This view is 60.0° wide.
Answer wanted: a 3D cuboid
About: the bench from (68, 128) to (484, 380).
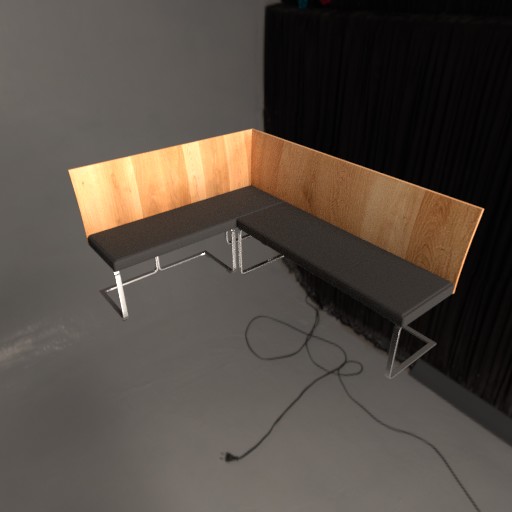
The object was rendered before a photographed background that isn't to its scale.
[{"bbox_3d":[0.000,0.000,2.802,1.495,0.930,1.945,-23,38,-32],"label":"bench"}]
